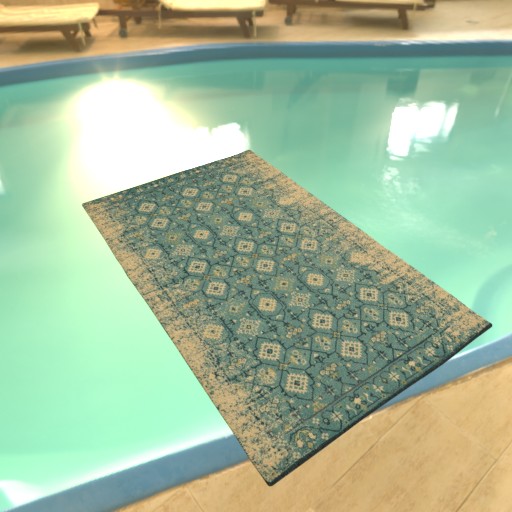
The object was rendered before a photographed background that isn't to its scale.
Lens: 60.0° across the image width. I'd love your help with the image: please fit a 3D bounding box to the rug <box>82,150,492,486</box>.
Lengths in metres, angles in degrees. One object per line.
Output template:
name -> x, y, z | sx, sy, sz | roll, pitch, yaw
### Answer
rug -> 0.000, 0.000, 2.885 | 1.530, 0.015, 2.449 | -24, 47, -25
